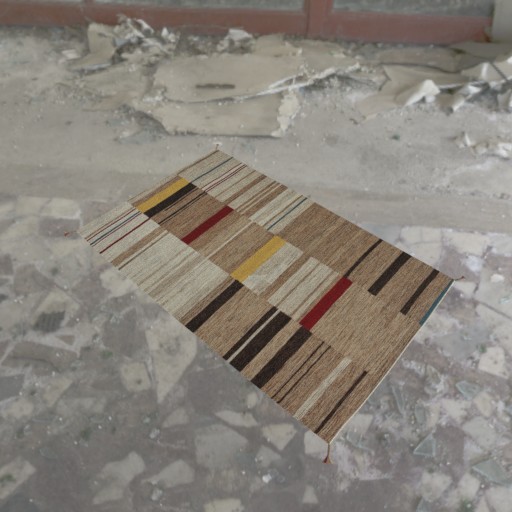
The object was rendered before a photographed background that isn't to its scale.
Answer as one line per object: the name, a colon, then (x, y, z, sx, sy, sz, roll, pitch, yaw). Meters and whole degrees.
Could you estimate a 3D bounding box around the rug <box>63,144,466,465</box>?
rug: (0.000, 0.000, 2.454, 1.918, 0.007, 1.268, 34, 56, 27)
